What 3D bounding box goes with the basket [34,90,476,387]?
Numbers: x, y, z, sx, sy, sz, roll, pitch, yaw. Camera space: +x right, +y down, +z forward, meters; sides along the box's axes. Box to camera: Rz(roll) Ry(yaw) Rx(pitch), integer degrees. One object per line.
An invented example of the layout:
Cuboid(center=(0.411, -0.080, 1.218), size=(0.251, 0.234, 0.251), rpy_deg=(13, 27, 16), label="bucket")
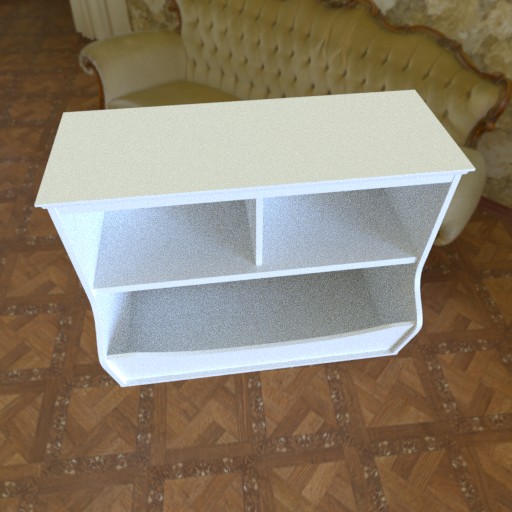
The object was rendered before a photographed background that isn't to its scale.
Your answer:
Cuboid(center=(0.000, 0.000, 1.099), size=(0.792, 0.625, 0.376), rpy_deg=(-5, 48, -5), label="basket")
